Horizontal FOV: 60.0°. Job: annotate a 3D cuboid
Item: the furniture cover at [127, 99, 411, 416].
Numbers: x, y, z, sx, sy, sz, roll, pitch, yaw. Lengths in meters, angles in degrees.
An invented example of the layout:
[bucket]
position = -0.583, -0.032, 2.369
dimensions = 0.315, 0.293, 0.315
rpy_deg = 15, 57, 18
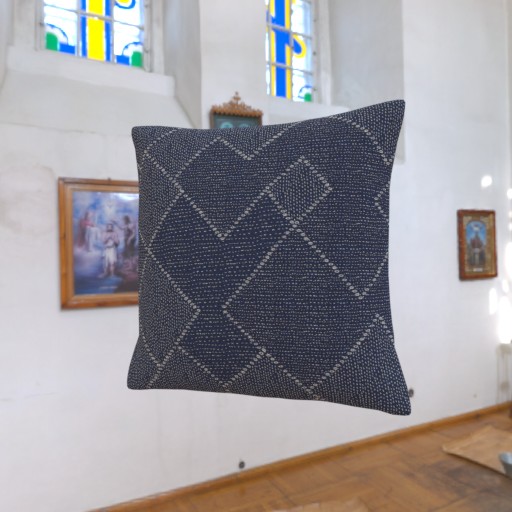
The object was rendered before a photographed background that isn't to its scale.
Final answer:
[furniture cover]
position = 0.000, 0.000, 0.778
dimensions = 0.511, 0.503, 0.162
rpy_deg = 0, -1, 17
